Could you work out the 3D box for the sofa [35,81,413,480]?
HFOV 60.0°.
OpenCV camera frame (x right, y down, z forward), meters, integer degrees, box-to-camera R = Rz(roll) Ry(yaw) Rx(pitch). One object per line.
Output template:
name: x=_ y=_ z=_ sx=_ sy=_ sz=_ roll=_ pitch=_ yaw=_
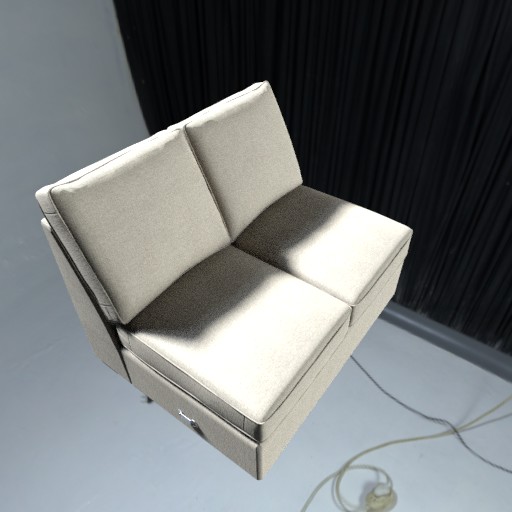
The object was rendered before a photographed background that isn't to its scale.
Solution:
sofa: x=0.000 y=0.000 z=1.908 sx=0.978 sy=1.006 sz=1.232 roll=26 pitch=48 yaw=27
